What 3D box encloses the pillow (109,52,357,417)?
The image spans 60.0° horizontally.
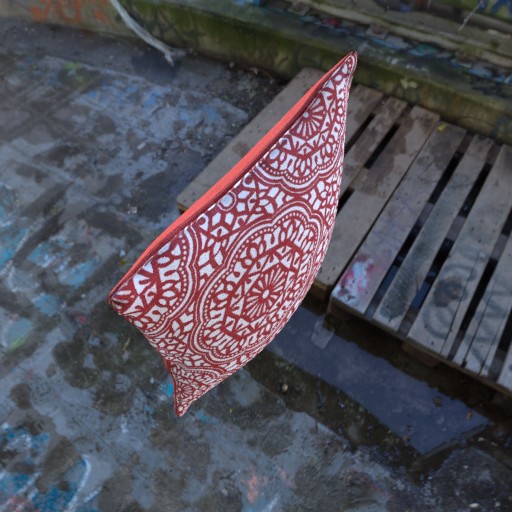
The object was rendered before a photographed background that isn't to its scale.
[{"bbox_3d":[0.000,0.000,0.646,0.162,0.419,0.438,31,62,18],"label":"pillow"}]
